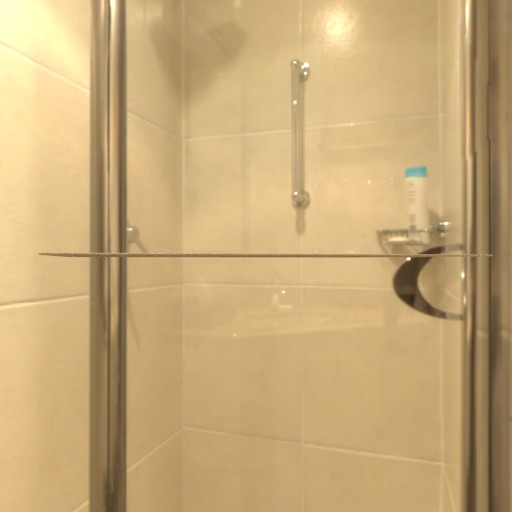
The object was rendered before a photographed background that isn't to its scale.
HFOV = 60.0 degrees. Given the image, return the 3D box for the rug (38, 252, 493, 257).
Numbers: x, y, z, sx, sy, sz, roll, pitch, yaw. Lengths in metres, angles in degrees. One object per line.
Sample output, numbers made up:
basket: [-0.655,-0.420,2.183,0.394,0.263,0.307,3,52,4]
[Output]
rug: [0.000,0.000,1.053,0.868,0.004,0.556,0,-1,-19]
